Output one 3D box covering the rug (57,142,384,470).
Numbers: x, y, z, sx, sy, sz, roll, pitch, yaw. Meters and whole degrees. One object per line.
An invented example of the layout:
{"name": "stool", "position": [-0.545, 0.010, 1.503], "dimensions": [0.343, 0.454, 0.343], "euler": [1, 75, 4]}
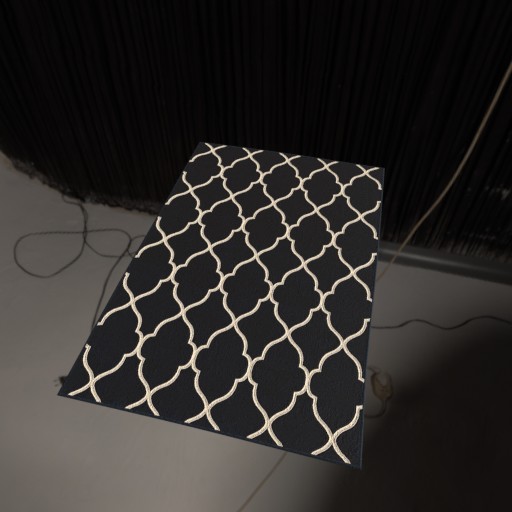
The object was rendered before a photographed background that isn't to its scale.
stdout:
{"name": "rug", "position": [0.000, 0.000, 2.854], "dimensions": [1.528, 0.014, 2.294], "euler": [10, 49, 9]}
